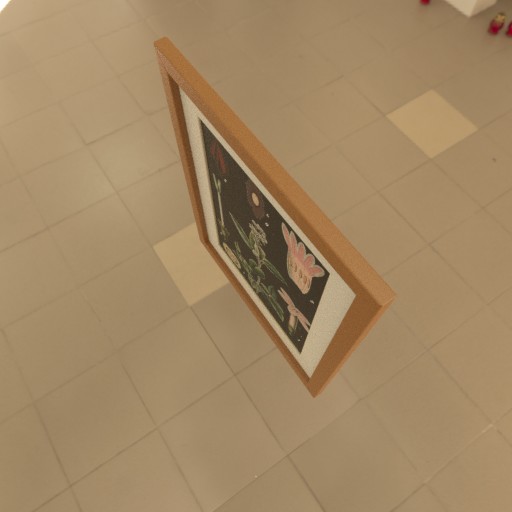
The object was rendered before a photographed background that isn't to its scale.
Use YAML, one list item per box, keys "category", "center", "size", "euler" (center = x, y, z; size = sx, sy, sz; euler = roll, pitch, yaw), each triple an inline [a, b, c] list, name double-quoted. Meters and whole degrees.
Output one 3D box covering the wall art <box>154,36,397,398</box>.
- category: "wall art"
  center: [0.000, 0.000, 0.517]
  size: [0.015, 0.379, 0.310]
  euler: [-32, 68, -15]
